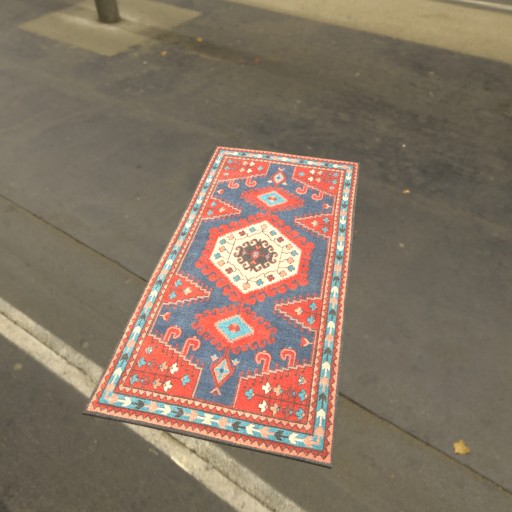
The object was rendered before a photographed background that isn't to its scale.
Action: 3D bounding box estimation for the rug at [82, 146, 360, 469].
[{"bbox_3d":[0.000,0.000,3.606,1.522,0.034,3.032,9,47,8],"label":"rug"}]
